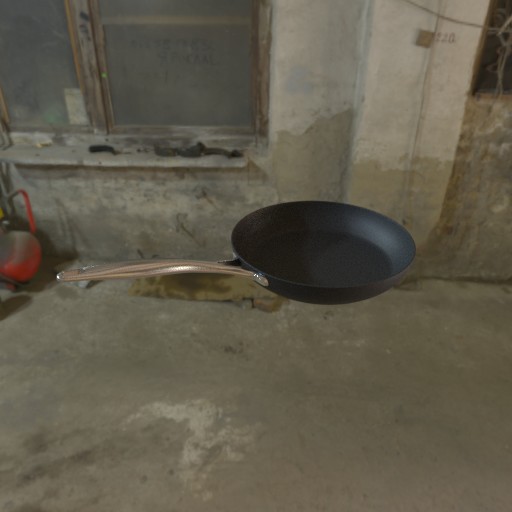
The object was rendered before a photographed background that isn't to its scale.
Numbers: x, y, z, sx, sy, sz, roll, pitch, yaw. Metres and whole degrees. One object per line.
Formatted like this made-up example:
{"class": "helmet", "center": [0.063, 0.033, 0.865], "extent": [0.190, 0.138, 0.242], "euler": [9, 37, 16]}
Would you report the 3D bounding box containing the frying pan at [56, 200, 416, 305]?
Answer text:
{"class": "frying pan", "center": [0.000, 0.000, 0.576], "extent": [0.472, 0.105, 0.255], "euler": [-17, 35, -27]}
